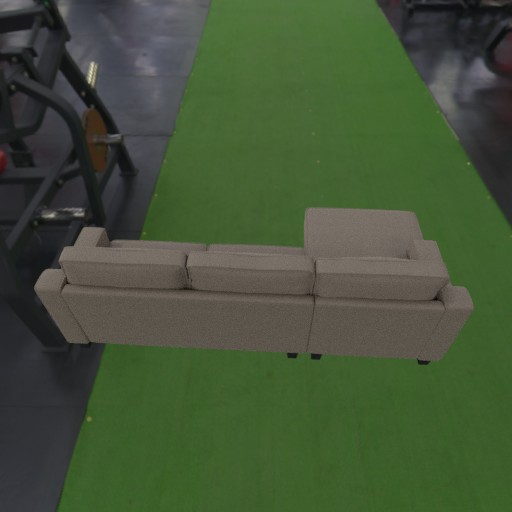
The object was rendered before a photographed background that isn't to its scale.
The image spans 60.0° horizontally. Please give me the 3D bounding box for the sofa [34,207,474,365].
[{"bbox_3d":[0.000,0.000,3.212,2.561,0.928,1.294,2,44,2],"label":"sofa"}]
